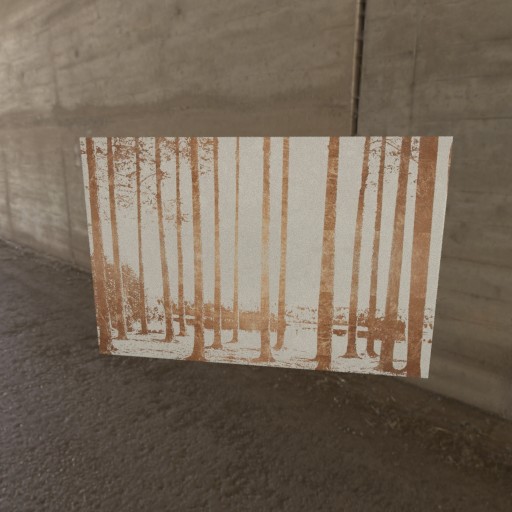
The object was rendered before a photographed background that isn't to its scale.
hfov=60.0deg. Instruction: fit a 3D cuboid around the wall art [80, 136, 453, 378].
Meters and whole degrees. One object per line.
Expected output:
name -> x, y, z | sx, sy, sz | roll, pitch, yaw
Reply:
wall art -> 0.000, 0.000, 0.782 | 0.609, 0.405, 0.035 | 2, 14, 9
